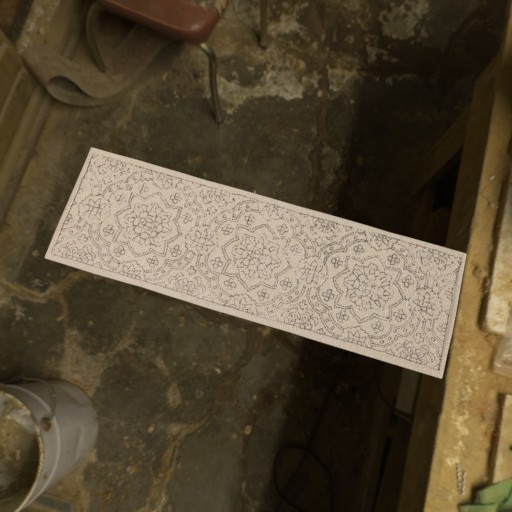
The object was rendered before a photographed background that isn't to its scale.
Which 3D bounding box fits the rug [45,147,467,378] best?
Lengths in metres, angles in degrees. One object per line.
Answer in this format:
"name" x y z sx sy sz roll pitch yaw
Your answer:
"rug" 0.000 0.000 2.683 2.448 0.012 0.769 16 77 4
